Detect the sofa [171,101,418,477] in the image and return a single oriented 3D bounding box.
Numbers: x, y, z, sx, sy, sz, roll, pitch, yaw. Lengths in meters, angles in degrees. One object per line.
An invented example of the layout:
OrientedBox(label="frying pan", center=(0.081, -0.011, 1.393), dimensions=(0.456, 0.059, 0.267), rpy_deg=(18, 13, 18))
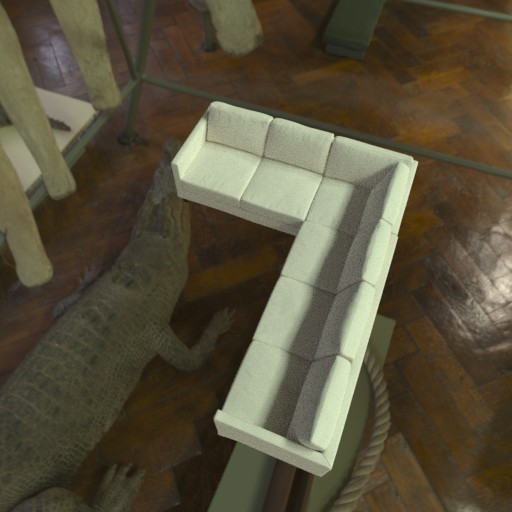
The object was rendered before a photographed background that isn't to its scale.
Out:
OrientedBox(label="sofa", center=(0.000, 0.000, 4.328), dimensions=(2.432, 0.863, 3.182), rpy_deg=(19, 60, 11))
